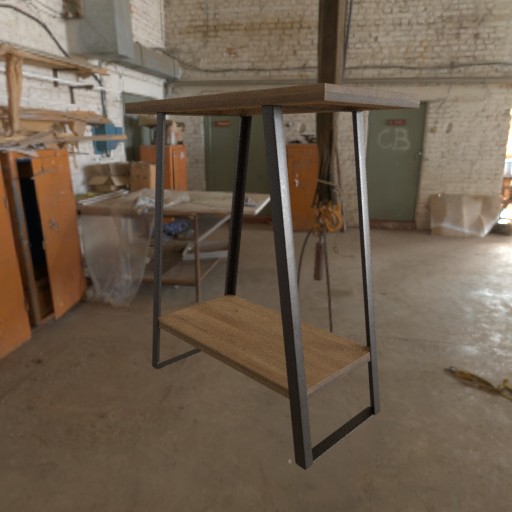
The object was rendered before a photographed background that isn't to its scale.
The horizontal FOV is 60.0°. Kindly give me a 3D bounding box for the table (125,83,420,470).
[{"bbox_3d":[0.000,0.000,1.049,0.300,0.701,0.599,-14,21,-42],"label":"table"}]
